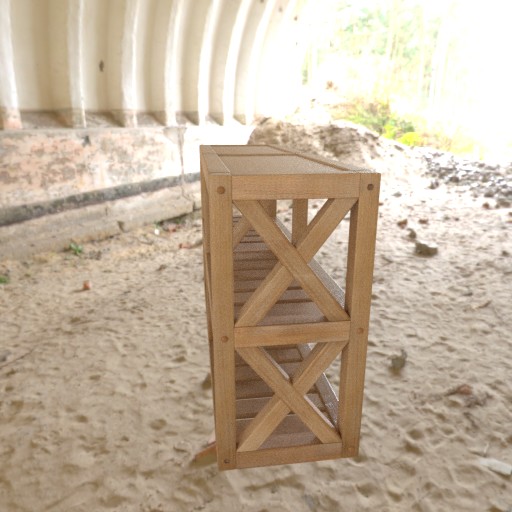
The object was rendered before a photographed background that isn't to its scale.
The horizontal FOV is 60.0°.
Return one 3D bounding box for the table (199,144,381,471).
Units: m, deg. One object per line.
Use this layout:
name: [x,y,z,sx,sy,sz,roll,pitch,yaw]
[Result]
table: [0.000,0.000,1.684,0.381,0.762,1.320,-2,17,-8]
